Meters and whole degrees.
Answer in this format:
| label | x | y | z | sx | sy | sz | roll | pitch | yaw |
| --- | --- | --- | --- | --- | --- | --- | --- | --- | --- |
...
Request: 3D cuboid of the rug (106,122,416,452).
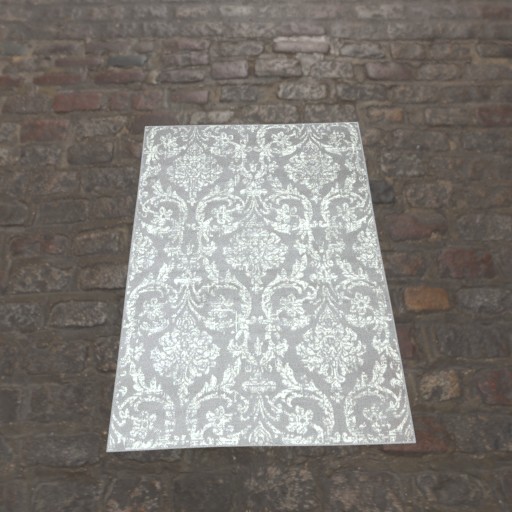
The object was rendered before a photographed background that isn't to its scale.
| label | x | y | z | sx | sy | sz | roll | pitch | yaw |
| --- | --- | --- | --- | --- | --- | --- | --- | --- | --- |
| rug | 0.000 | 0.000 | 2.768 | 1.578 | 0.014 | 2.206 | -1 | 62 | -1 |
